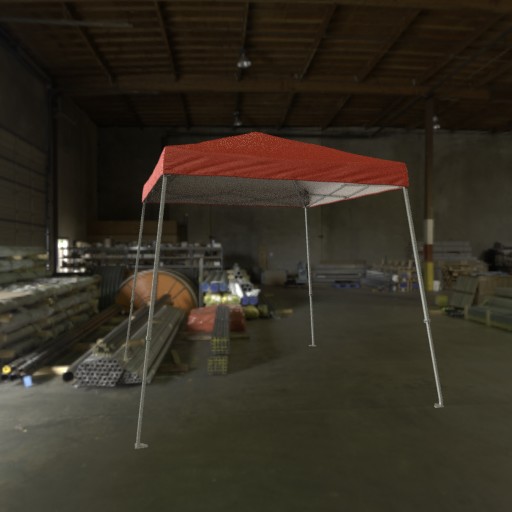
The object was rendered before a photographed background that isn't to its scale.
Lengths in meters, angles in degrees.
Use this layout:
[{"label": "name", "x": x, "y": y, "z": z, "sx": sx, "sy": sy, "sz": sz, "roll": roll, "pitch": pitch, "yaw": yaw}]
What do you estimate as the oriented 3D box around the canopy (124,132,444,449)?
[{"label": "canopy", "x": 0.000, "y": 0.000, "z": 5.117, "sx": 2.850, "sy": 2.850, "sz": 2.849, "roll": 0, "pitch": 1, "yaw": -18}]
